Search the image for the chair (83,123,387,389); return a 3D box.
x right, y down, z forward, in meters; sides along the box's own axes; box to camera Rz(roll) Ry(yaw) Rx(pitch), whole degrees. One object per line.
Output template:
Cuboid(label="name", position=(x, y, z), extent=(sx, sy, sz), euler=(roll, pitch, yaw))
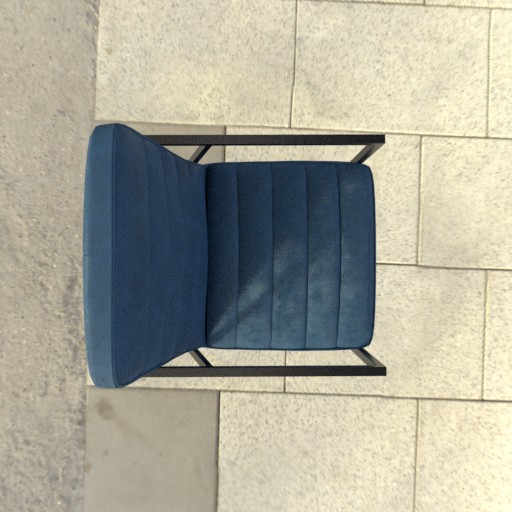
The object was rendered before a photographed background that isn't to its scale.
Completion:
Cuboid(label="chair", position=(0.000, 0.000, 1.246), extent=(0.677, 0.833, 0.571), euler=(0, 90, 0))
